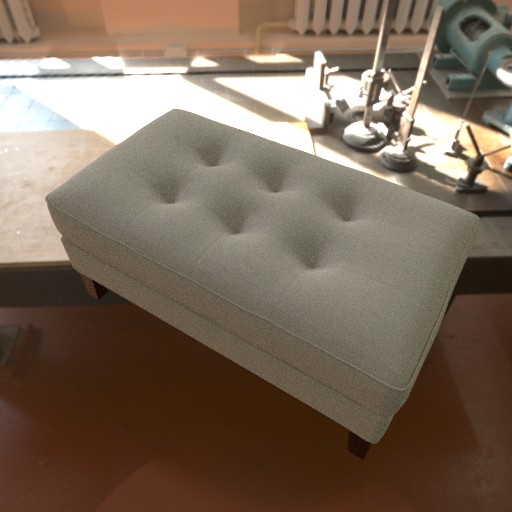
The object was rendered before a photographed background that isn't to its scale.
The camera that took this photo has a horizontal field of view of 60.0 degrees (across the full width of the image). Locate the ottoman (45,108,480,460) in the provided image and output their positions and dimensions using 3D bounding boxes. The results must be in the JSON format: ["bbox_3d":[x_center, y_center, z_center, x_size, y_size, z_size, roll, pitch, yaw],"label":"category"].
[{"bbox_3d":[0.000,0.000,1.427,1.143,0.508,0.648,25,52,21],"label":"ottoman"}]
